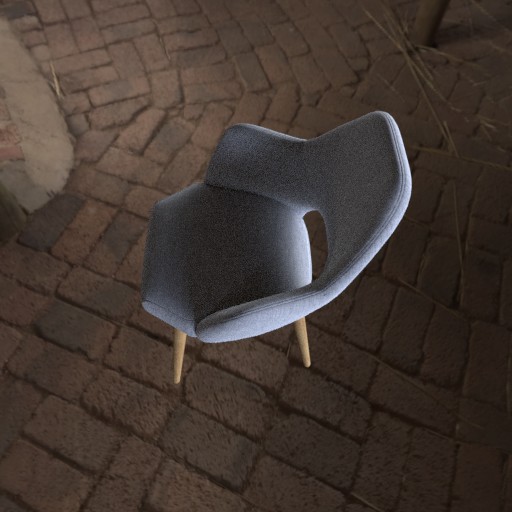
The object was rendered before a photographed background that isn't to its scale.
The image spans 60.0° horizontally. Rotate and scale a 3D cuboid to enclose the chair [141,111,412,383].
[{"bbox_3d":[0.000,0.000,1.246,0.610,0.840,0.590,-1,59,-1],"label":"chair"}]
